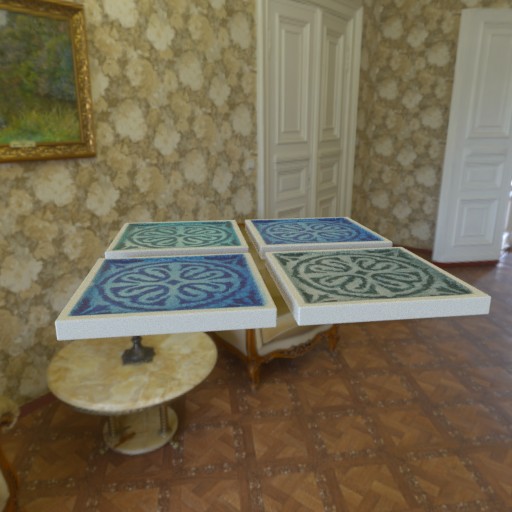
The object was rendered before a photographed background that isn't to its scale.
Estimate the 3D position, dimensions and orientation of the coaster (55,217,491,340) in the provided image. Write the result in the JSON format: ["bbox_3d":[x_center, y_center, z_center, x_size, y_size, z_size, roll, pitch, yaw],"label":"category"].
[{"bbox_3d":[0.000,0.000,0.319,0.214,0.010,0.219,-2,16,-8],"label":"coaster"}]
